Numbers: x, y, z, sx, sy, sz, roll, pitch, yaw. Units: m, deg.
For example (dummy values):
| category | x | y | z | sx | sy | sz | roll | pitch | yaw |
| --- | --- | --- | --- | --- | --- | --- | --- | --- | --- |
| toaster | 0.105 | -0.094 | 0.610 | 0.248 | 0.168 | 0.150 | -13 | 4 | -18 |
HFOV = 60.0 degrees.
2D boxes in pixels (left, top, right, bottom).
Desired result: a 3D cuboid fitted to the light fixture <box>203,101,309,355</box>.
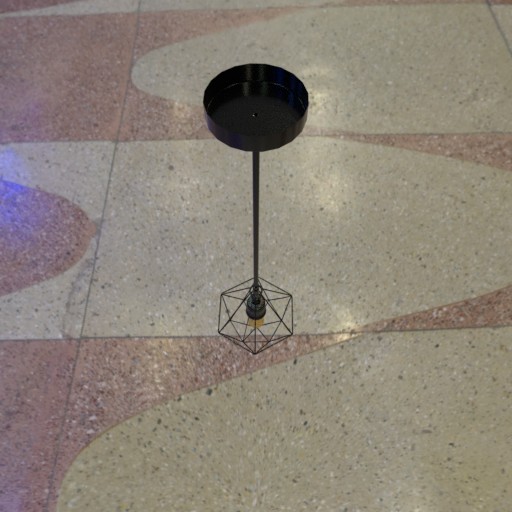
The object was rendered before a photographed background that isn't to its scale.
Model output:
| category | x | y | z | sx | sy | sz | roll | pitch | yaw |
| --- | --- | --- | --- | --- | --- | --- | --- | --- | --- |
| light fixture | 0.000 | 0.000 | 1.994 | 0.431 | 1.764 | 0.487 | 1 | 60 | 1 |
